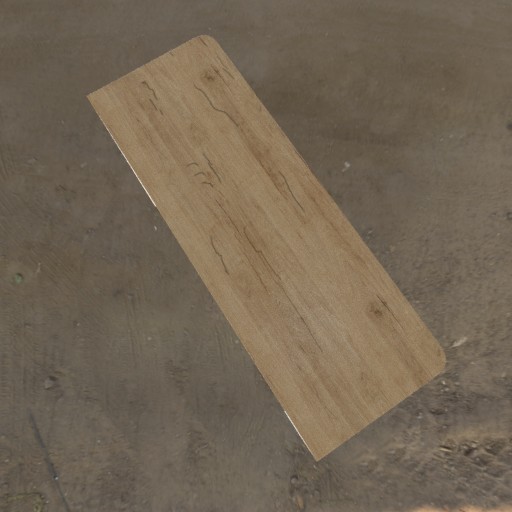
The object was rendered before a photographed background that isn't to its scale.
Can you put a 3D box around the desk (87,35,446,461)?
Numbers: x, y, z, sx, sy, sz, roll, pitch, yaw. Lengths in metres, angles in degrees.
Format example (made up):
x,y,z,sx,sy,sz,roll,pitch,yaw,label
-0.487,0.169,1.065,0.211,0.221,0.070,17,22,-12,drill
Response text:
x,y,z,sx,sy,sz,roll,pitch,yaw,label
0.000,0.000,1.493,0.390,0.760,1.100,-32,78,-8,desk
